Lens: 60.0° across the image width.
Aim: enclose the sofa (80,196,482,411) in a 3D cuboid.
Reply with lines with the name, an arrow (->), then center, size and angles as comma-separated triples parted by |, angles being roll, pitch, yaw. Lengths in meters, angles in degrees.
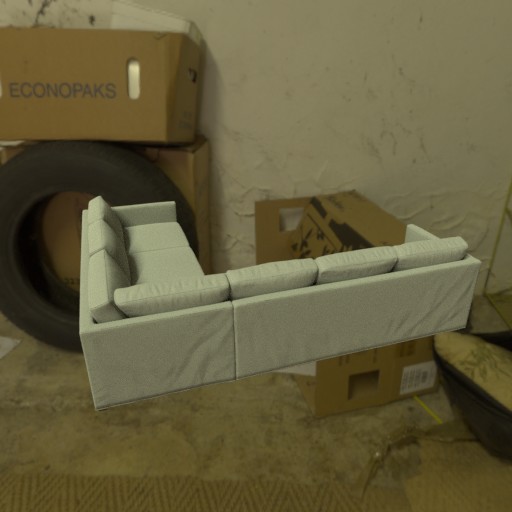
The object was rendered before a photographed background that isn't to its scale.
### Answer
sofa -> 0.000, 0.000, 4.372 | 3.182, 0.871, 2.432 | -8, 27, -17
